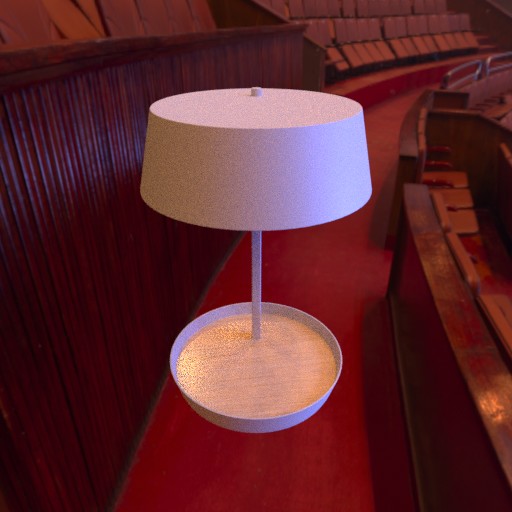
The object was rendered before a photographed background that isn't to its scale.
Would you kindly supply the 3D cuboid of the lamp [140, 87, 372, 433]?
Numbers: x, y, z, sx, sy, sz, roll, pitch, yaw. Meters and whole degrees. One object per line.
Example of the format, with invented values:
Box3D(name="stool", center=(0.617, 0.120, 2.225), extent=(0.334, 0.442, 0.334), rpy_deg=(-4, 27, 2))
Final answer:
Box3D(name="lamp", center=(0.000, 0.000, 0.624), extent=(0.291, 0.429, 0.291), rpy_deg=(0, 29, 0))
